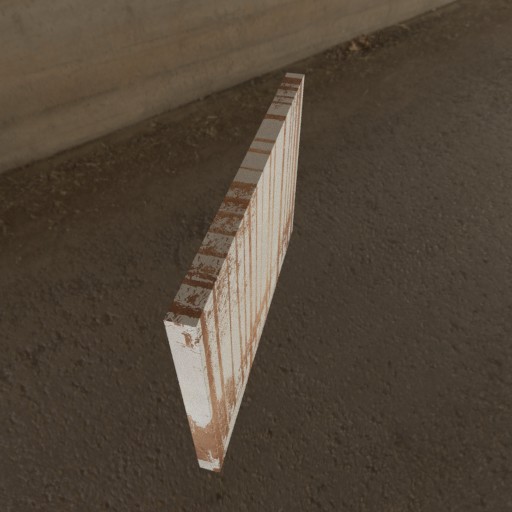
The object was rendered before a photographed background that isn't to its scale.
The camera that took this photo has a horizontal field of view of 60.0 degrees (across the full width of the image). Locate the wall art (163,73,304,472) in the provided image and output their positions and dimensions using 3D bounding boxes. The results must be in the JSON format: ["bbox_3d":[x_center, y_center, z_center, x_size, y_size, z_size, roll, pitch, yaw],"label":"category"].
[{"bbox_3d":[0.000,0.000,0.793,0.035,0.405,0.609,10,46,10],"label":"wall art"}]
